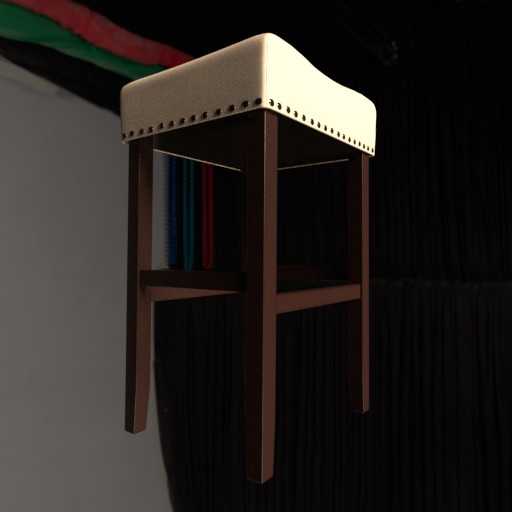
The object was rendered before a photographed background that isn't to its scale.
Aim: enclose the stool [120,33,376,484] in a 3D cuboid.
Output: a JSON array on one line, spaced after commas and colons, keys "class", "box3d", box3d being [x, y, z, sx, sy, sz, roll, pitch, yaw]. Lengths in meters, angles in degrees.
[{"class": "stool", "box3d": [0.000, 0.000, 1.029, 0.401, 0.762, 0.471, 0, 0, 37]}]
